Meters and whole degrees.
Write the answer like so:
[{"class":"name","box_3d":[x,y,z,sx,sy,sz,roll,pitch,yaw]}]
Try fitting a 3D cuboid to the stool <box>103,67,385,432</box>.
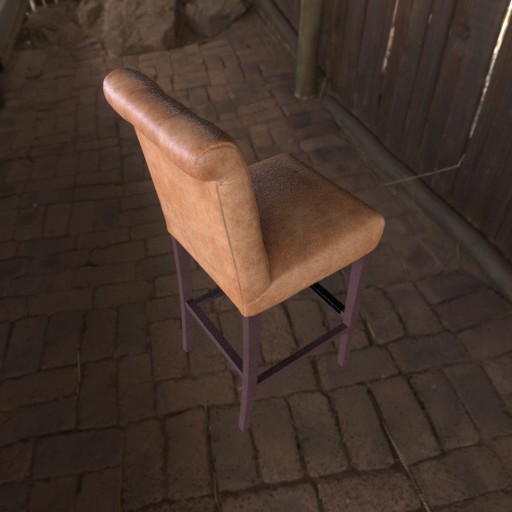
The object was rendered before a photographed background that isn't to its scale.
[{"class":"stool","box_3d":[0.000,0.000,1.403,0.601,1.140,0.493,-26,48,-25]}]
